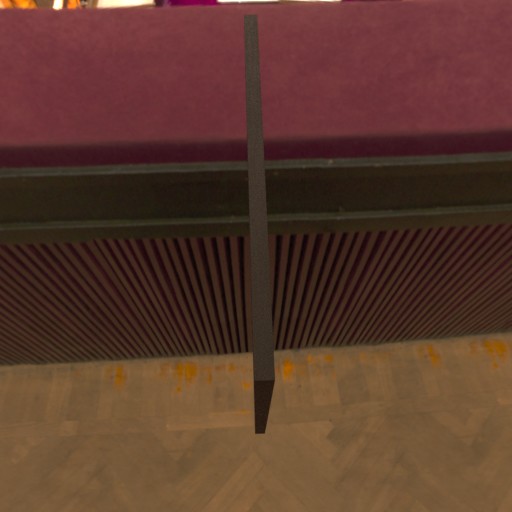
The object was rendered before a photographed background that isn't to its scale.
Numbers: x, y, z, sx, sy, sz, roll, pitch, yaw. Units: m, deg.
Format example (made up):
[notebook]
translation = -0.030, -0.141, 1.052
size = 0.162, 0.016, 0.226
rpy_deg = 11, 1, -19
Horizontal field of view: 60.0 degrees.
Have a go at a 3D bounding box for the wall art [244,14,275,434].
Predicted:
[wall art]
translation = 0.000, 0.000, 1.477
size = 0.038, 1.016, 1.016
rpy_deg = -2, 63, -1
